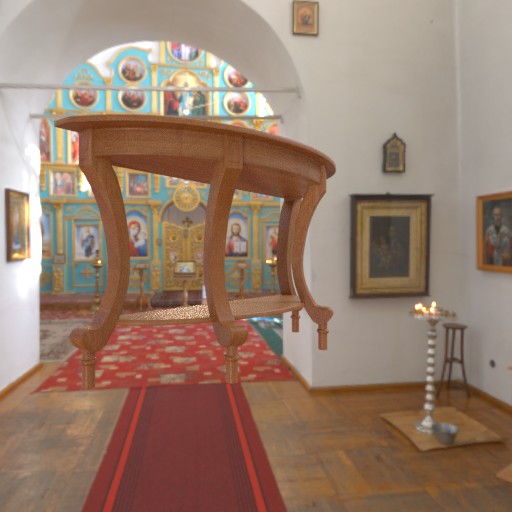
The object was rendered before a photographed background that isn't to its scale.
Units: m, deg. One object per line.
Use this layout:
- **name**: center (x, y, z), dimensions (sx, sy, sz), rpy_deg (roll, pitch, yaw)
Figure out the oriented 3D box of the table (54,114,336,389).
- **table**: center (0.000, 0.000, 1.495), dimensions (0.394, 0.692, 1.198), rpy_deg (0, 0, 36)
